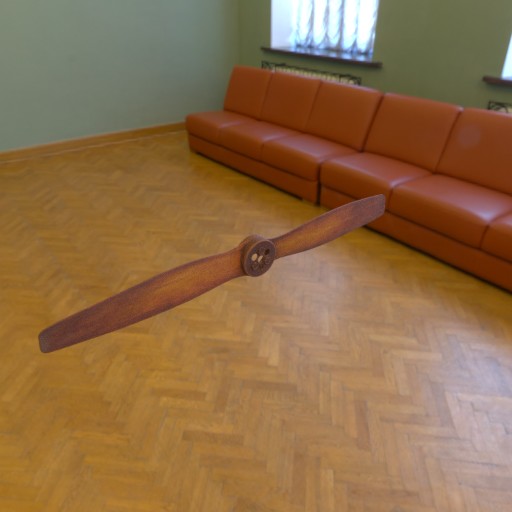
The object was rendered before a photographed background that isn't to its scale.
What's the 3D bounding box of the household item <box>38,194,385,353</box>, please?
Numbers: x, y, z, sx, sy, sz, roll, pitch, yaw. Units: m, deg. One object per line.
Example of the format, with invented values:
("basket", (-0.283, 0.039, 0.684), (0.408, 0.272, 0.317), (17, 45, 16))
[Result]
("household item", (0.000, 0.000, 1.258), (1.181, 0.121, 0.051), (-22, 37, -33))
